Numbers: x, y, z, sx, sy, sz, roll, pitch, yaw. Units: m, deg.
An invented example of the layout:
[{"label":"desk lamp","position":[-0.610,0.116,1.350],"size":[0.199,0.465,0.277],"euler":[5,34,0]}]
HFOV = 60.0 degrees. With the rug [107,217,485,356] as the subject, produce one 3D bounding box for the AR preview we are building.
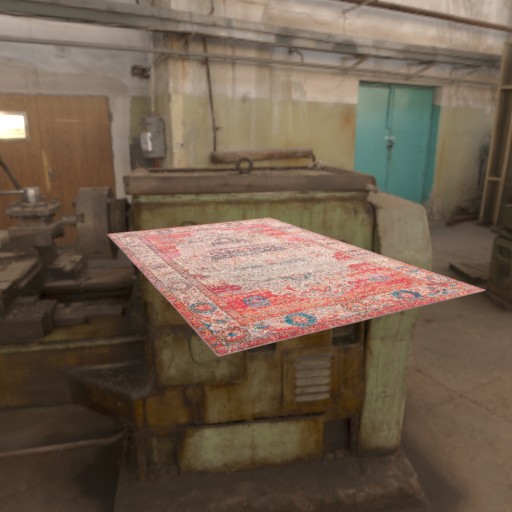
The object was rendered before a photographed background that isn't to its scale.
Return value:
[{"label":"rug","position":[0.000,0.000,2.364],"size":[1.219,0.006,1.829],"euler":[-8,18,-27]}]
